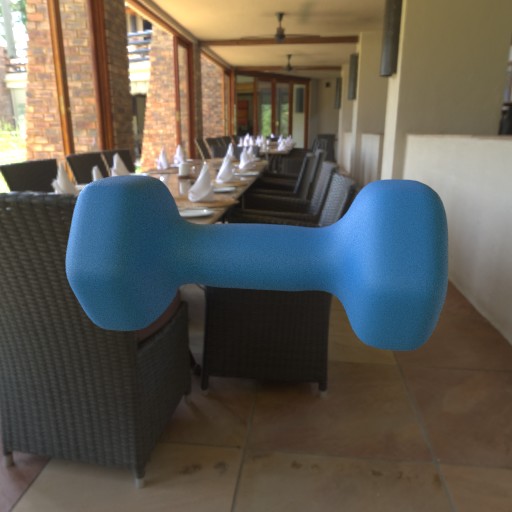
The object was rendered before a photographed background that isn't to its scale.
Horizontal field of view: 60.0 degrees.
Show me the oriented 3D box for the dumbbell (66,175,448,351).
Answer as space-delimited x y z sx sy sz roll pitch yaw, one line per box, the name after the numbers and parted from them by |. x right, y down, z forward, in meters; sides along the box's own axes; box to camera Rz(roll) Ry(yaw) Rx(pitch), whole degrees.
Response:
0.000 0.000 0.193 0.152 0.066 0.074 3 16 9 | dumbbell
